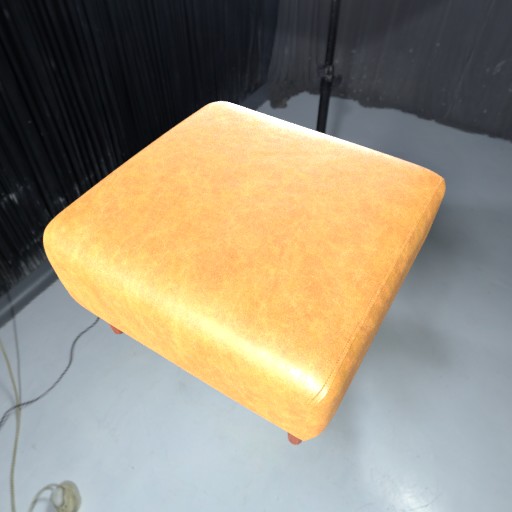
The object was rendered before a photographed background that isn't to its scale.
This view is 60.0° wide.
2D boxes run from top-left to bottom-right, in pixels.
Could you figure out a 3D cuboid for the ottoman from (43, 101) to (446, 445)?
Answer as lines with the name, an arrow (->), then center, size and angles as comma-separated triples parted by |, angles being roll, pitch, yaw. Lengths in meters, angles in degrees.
ottoman -> 0.000, 0.000, 1.052 | 0.650, 0.399, 0.650 | 25, 53, 21
